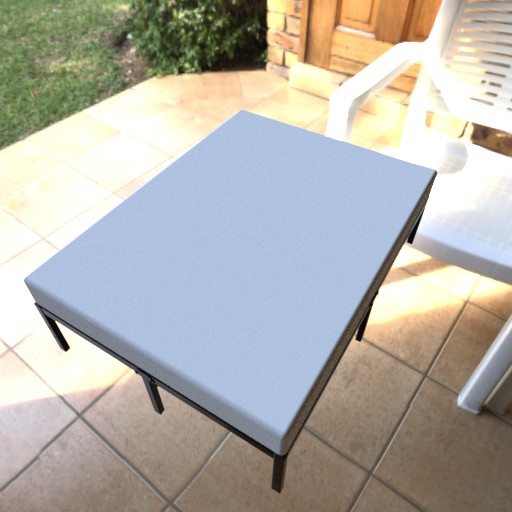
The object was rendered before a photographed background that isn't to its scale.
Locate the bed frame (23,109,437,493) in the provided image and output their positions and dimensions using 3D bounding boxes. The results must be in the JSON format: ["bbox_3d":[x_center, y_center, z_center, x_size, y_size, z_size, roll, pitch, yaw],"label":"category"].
[{"bbox_3d":[0.000,0.000,2.797,1.557,0.659,2.072,24,51,21],"label":"bed frame"}]
